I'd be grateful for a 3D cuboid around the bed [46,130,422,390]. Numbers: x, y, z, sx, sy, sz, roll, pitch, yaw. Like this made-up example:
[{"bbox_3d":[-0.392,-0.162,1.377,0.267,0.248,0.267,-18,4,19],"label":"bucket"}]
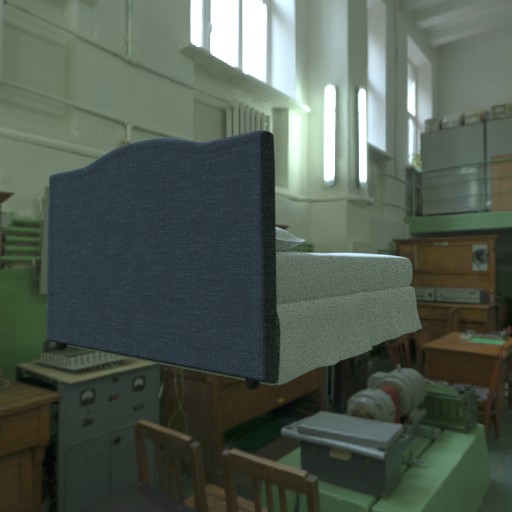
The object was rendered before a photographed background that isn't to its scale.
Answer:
[{"bbox_3d":[0.000,0.000,3.933,2.161,1.457,2.689,-1,-1,36],"label":"bed"}]
